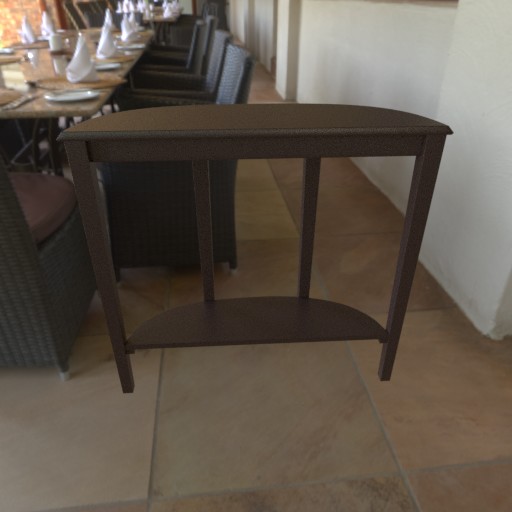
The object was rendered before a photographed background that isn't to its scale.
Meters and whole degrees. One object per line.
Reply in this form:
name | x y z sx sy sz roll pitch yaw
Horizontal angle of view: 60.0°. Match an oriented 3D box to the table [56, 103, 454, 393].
table | 0.000 0.000 1.332 0.909 0.831 0.274 -2 31 -3
